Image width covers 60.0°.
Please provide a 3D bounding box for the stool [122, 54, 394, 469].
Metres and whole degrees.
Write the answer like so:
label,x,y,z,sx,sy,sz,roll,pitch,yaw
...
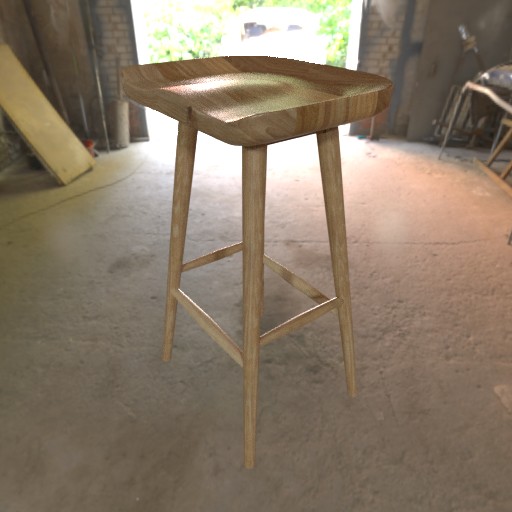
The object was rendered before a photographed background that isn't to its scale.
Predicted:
label,x,y,z,sx,sy,sz,roll,pitch,yaw
stool,0.000,0.000,0.906,0.322,0.698,0.407,-22,38,-30
